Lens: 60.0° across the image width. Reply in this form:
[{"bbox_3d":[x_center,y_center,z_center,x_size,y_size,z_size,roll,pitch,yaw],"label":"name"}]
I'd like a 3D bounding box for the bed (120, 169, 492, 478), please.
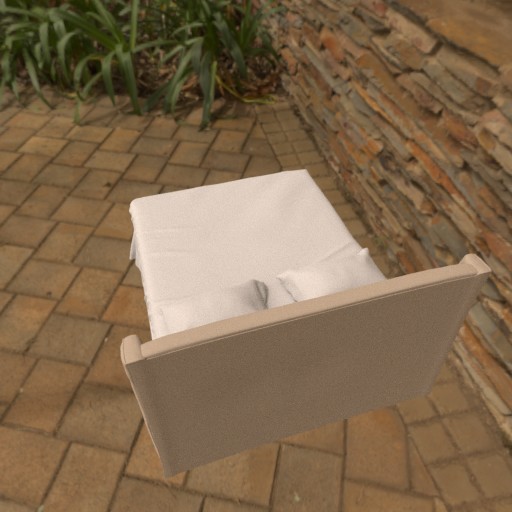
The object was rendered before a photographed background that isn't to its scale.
[{"bbox_3d":[0.000,0.000,3.329,1.925,1.332,2.276,-12,45,-13],"label":"bed"}]
